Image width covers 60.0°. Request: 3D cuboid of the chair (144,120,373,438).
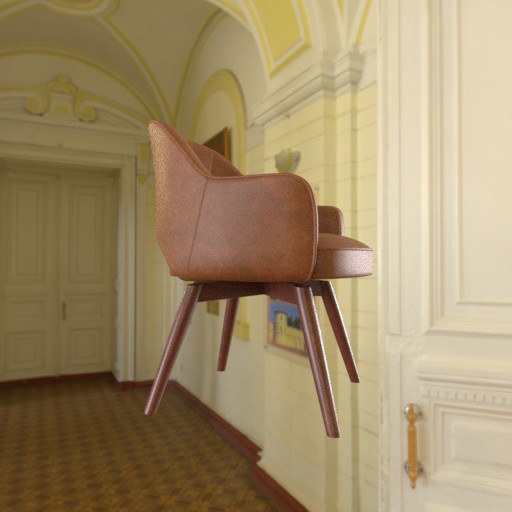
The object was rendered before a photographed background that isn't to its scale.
[{"bbox_3d":[0.000,0.000,1.248,0.640,0.777,0.591,0,-1,18],"label":"chair"}]
